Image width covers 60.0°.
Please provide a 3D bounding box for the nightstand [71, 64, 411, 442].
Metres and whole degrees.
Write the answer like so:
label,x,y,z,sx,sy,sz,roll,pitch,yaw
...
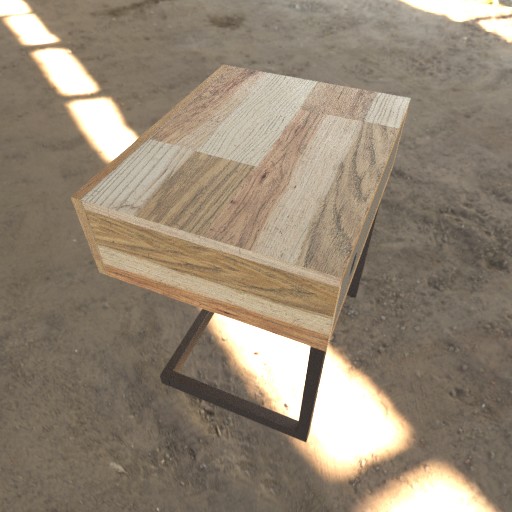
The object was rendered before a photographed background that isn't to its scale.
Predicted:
label,x,y,z,sx,sy,sz,roll,pitch,yaw
nightstand,0.000,0.000,1.055,0.481,0.632,0.558,17,48,16
